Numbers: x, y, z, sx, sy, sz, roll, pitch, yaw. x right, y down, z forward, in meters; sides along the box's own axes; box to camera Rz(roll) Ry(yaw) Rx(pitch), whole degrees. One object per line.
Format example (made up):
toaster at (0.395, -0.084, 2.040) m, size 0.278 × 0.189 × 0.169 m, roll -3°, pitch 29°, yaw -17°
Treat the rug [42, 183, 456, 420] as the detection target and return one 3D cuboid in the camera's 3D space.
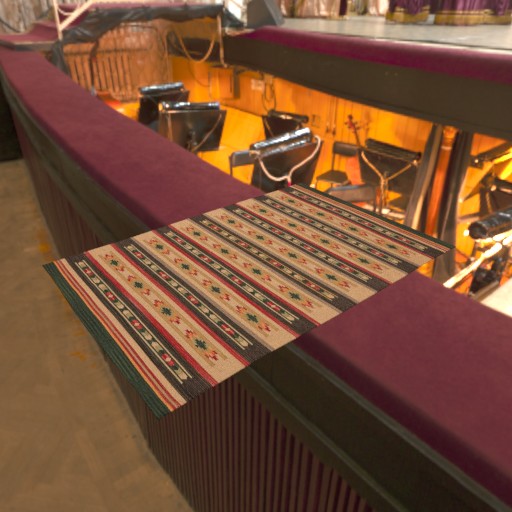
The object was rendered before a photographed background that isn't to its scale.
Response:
rug at (0.000, 0.000, 2.333) m, size 1.825 × 0.009 × 1.221 m, roll -22°, pitch 37°, yaw -33°
